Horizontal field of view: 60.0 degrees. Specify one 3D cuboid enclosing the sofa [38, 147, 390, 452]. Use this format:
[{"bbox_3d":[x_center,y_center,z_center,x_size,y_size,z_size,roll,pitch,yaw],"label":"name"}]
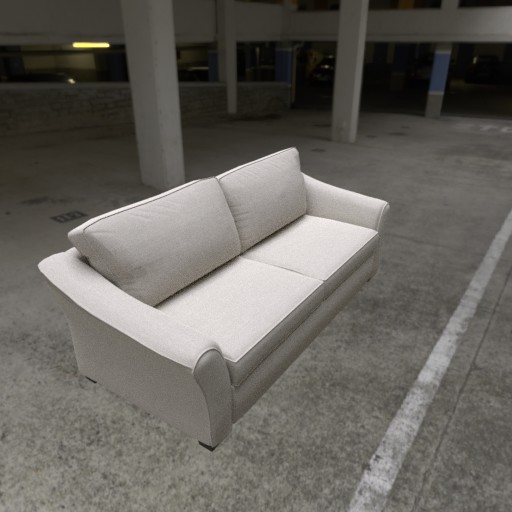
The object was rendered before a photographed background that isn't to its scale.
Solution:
[{"bbox_3d":[0.000,0.000,2.776,0.980,0.965,2.270,17,31,30],"label":"sofa"}]
